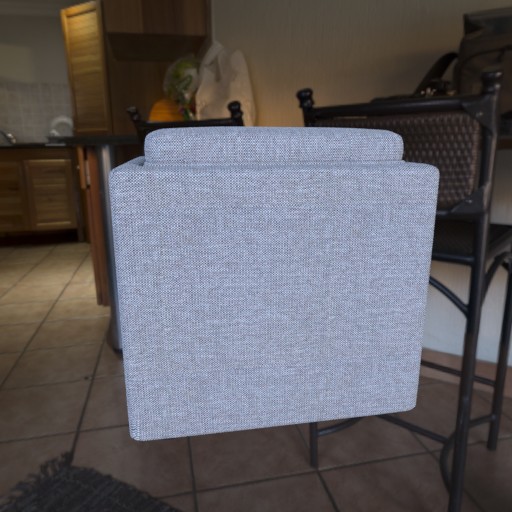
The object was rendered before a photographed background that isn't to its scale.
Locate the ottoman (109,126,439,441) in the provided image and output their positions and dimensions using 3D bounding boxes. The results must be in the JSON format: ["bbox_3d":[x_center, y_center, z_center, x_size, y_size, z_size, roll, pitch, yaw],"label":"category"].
[{"bbox_3d":[0.000,0.000,0.829,0.450,0.460,0.450,-3,15,-10],"label":"ottoman"}]
